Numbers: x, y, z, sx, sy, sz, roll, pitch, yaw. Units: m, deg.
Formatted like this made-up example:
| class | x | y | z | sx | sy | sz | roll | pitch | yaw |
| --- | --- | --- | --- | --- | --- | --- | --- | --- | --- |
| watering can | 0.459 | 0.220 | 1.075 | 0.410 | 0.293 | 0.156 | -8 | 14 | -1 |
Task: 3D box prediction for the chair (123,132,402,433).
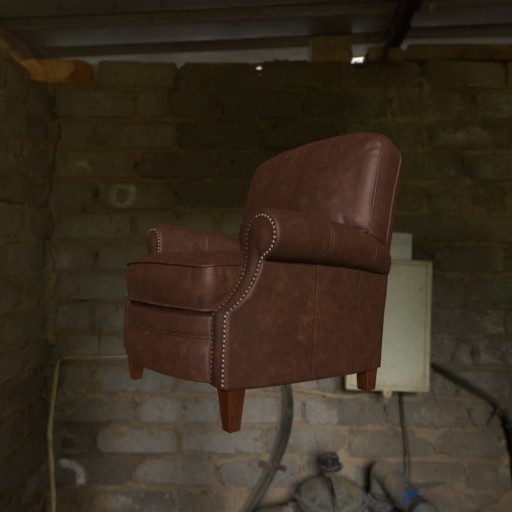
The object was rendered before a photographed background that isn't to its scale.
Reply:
| class | x | y | z | sx | sy | sz | roll | pitch | yaw |
| --- | --- | --- | --- | --- | --- | --- | --- | --- | --- |
| chair | 0.000 | 0.000 | 1.785 | 0.986 | 1.018 | 0.936 | 0 | -1 | -37 |
